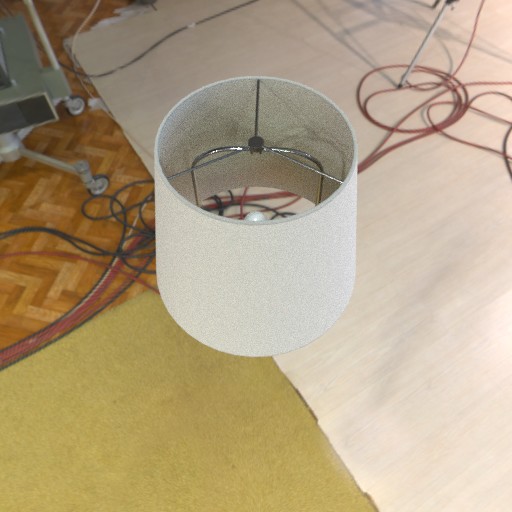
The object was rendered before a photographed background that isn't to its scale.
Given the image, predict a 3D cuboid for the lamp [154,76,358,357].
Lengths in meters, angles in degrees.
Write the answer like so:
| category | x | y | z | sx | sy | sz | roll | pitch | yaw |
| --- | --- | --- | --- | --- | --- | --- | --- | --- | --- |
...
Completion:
| category | x | y | z | sx | sy | sz | roll | pitch | yaw |
| --- | --- | --- | --- | --- | --- | --- | --- | --- | --- |
| lamp | 0.000 | 0.000 | 0.559 | 0.254 | 0.392 | 0.254 | 0 | 59 | 0 |
